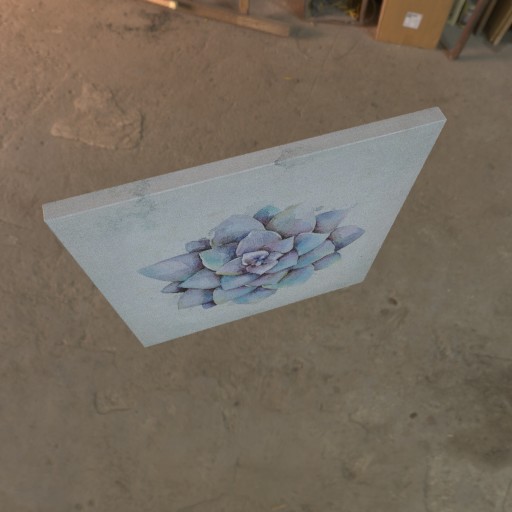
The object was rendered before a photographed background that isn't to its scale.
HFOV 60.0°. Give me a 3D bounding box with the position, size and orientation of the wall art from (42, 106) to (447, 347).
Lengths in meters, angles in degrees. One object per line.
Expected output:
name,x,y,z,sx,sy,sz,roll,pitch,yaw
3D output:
wall art,0.000,0.000,1.146,0.762,0.762,0.038,-16,64,-8
